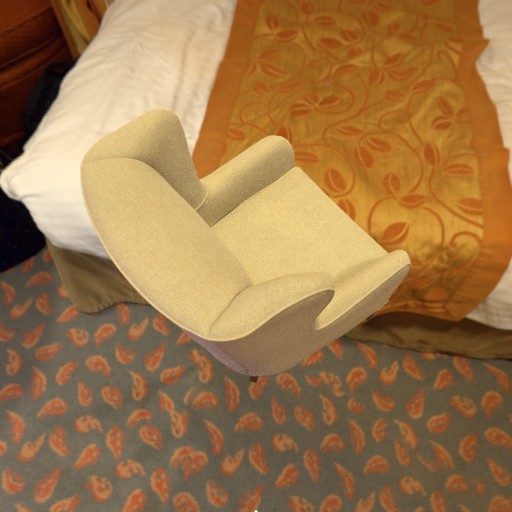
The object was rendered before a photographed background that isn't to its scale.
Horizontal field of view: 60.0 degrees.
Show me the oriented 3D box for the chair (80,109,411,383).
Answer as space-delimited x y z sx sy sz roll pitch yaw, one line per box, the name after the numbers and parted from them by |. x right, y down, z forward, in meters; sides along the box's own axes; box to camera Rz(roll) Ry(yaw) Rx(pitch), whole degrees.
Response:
0.000 0.000 1.748 0.966 1.040 0.838 -33 65 -17 | chair
